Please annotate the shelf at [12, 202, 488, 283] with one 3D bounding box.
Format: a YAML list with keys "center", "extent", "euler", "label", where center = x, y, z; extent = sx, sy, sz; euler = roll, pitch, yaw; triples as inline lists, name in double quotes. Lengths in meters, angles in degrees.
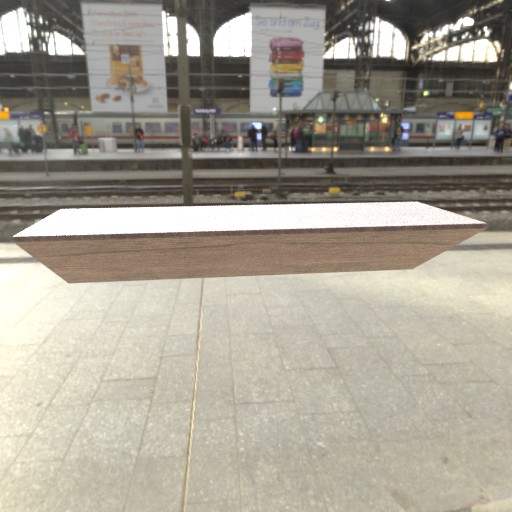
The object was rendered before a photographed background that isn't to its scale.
- center: [0.000, 0.000, 0.676]
  extent: [0.610, 0.125, 0.200]
  euler: [-2, 16, -7]
  label: "shelf"
